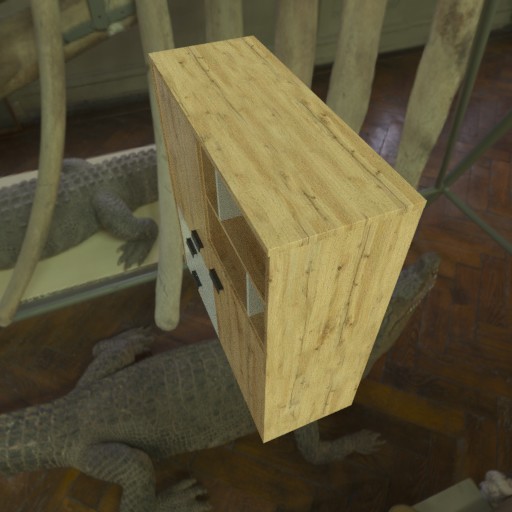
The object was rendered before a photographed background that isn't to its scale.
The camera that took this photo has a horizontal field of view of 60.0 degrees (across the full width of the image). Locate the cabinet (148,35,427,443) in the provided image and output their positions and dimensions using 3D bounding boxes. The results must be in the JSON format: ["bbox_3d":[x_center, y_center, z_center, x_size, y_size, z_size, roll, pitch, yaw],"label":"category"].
[{"bbox_3d":[0.000,0.000,1.970,0.473,1.397,1.168,-17,50,-15],"label":"cabinet"}]
